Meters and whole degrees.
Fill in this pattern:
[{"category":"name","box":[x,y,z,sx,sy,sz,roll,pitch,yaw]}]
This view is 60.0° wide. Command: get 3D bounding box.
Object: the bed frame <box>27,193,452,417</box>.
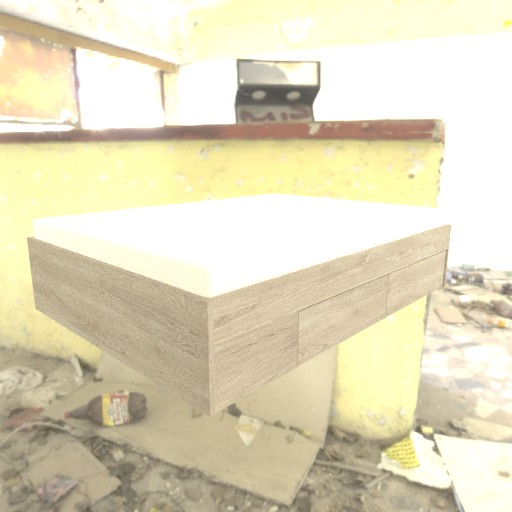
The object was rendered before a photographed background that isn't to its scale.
[{"category":"bed frame","box":[0.000,0.000,2.542,1.448,0.490,1.944,13,18,42]}]
